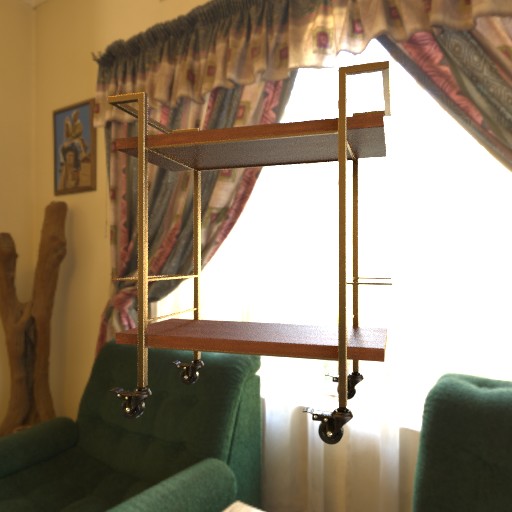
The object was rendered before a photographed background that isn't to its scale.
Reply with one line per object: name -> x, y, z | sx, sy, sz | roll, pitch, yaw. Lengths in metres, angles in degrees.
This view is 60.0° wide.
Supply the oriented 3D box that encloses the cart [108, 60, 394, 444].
cart -> 0.000, 0.000, 1.173 | 0.695, 0.807, 0.364 | 0, 0, 18
